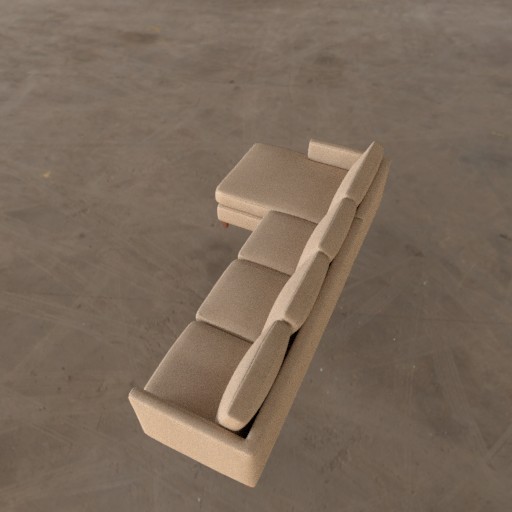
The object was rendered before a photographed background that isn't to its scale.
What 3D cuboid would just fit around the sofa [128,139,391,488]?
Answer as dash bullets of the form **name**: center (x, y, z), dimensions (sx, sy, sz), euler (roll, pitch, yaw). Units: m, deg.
- **sofa**: center (0.000, 0.000, 3.787), dimensions (1.502, 0.876, 3.201), euler (19, 50, 17)
